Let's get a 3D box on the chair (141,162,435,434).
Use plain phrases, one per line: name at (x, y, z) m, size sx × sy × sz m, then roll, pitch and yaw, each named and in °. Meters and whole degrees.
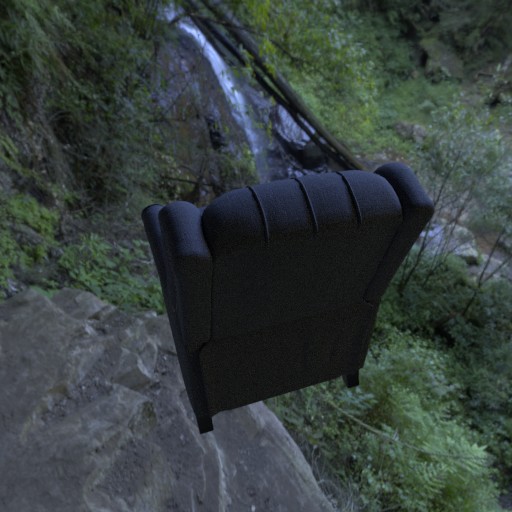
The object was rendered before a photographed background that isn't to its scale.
chair at (0.000, 0.000, 1.637) m, size 0.742 × 1.035 × 0.898 m, roll -12°, pitch 43°, yaw -14°
